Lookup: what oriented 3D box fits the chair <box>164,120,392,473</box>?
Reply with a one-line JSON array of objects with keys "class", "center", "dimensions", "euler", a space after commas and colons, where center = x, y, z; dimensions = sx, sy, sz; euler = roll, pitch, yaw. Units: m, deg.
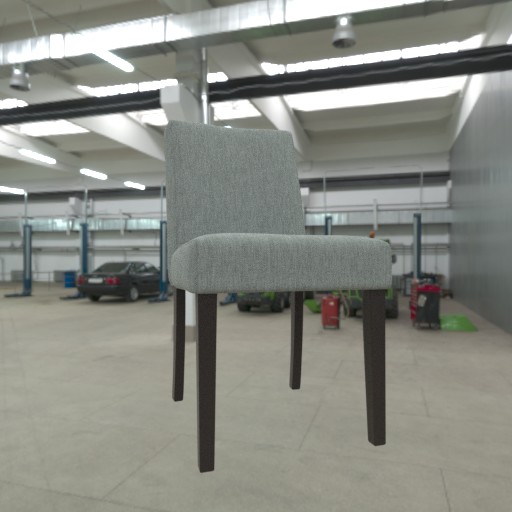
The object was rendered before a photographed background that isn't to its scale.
[{"class": "chair", "center": [0.000, 0.000, 1.251], "dimensions": [0.487, 0.884, 0.629], "euler": [0, 0, -18]}]
